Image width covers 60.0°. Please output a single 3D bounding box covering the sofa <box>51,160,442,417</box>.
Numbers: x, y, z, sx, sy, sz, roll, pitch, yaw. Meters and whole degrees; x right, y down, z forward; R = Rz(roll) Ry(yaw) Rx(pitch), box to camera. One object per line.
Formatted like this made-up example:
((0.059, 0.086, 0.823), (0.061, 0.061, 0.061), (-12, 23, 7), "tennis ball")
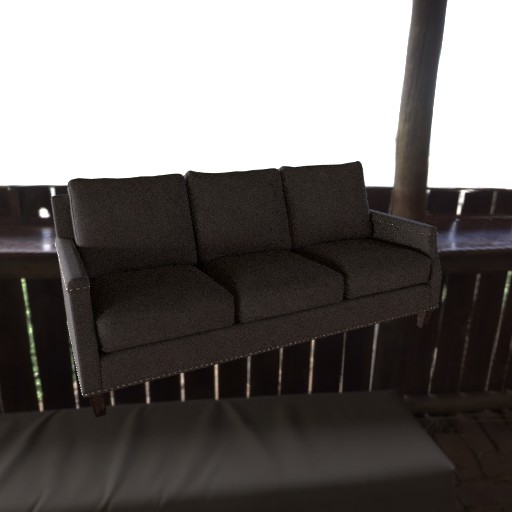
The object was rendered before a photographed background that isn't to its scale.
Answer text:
((0.000, 0.000, 2.759), (2.226, 1.042, 1.034), (-8, 19, -25), "sofa")
